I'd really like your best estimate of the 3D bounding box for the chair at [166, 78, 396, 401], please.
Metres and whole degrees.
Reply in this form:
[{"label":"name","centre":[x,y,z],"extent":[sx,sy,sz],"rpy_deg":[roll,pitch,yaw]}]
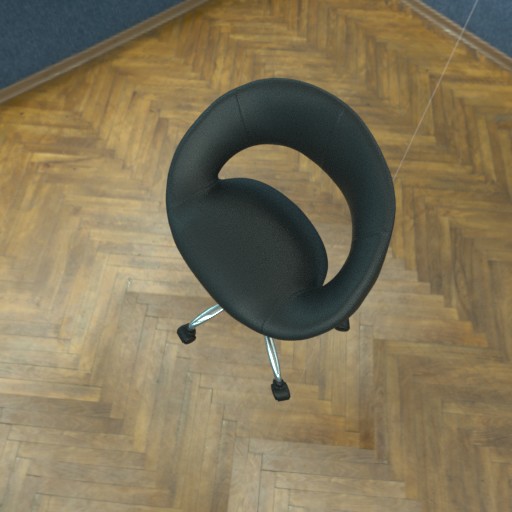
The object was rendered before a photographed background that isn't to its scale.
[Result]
[{"label":"chair","centre":[0.000,0.000,1.162],"extent":[0.538,0.791,0.612],"rpy_deg":[-35,69,-16]}]
